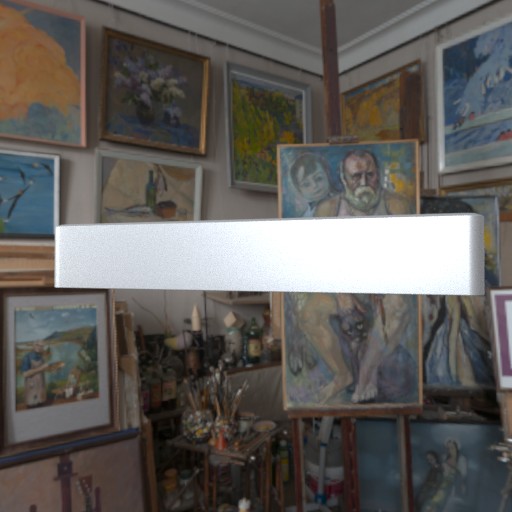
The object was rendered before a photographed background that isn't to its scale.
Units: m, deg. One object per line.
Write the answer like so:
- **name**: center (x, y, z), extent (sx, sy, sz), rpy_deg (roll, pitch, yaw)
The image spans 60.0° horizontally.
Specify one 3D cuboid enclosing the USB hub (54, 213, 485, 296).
- **USB hub**: center (0.000, 0.000, 0.163), extent (0.145, 0.023, 0.044), rpy_deg (0, -1, 16)
